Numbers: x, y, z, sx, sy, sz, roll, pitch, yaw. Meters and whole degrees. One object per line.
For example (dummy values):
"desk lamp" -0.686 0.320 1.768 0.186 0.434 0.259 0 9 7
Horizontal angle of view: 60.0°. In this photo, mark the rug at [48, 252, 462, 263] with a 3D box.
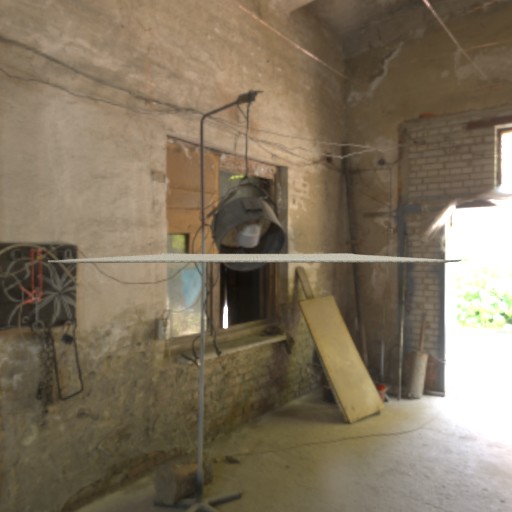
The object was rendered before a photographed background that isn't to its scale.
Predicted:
"rug" 0.000 0.000 3.872 2.277 0.035 2.897 0 1 0
